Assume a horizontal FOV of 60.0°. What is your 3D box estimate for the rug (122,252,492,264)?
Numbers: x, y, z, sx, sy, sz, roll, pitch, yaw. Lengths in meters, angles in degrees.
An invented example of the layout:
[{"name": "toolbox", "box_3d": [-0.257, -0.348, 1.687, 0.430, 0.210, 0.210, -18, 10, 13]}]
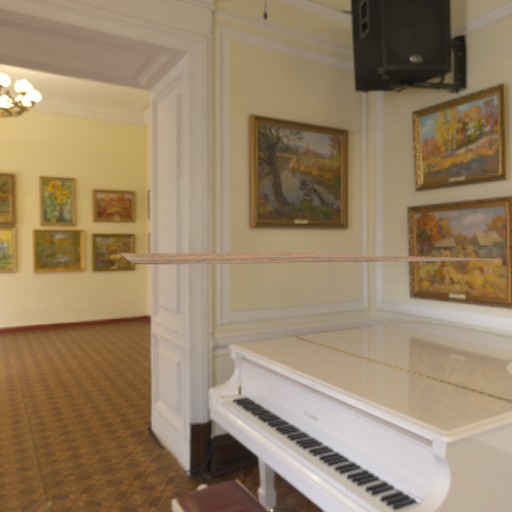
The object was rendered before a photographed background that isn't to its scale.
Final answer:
[{"name": "rug", "box_3d": [0.000, 0.000, 3.972, 2.263, 0.022, 3.029, 0, 1, -18]}]
